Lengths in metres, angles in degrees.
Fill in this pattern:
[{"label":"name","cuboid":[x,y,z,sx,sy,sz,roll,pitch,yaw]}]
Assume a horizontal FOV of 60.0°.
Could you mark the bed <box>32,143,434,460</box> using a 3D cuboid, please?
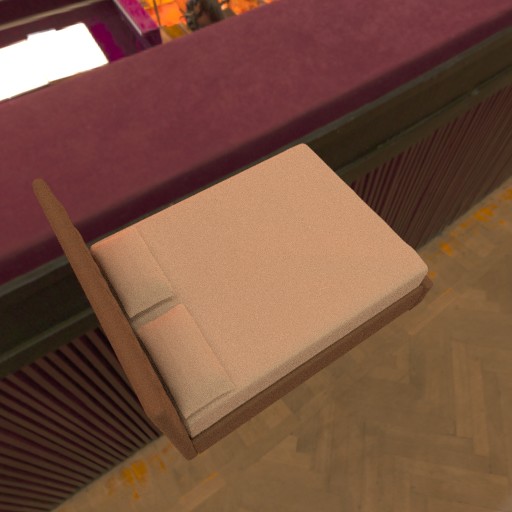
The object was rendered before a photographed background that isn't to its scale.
[{"label":"bed","cuboid":[0.000,0.000,3.256,2.233,1.426,1.696,-29,62,-17]}]
